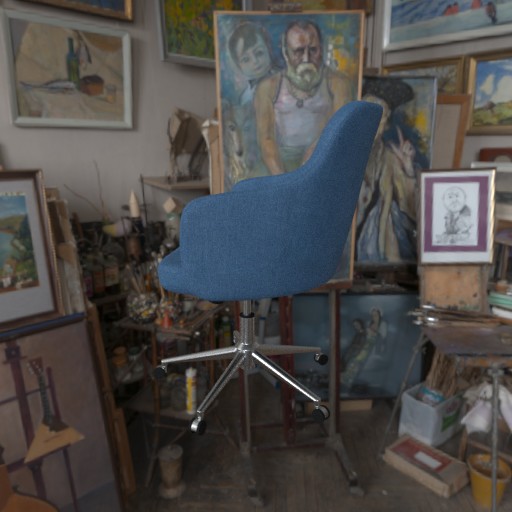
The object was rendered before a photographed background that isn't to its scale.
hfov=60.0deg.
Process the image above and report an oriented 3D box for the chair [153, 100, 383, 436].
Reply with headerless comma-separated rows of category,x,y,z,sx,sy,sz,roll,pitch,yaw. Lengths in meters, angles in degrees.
chair,0.000,0.000,1.281,0.655,0.820,0.599,2,14,8
